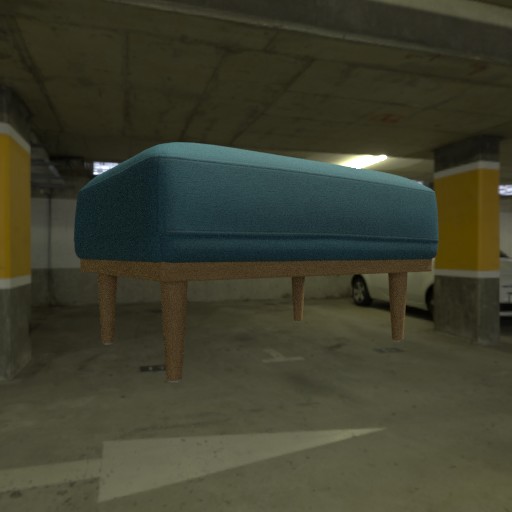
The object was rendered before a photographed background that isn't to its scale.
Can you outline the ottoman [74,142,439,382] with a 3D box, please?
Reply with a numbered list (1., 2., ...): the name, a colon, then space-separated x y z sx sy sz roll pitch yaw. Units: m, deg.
1. ottoman: 0.000 0.000 1.093 0.749 0.428 0.549 0 0 -35
